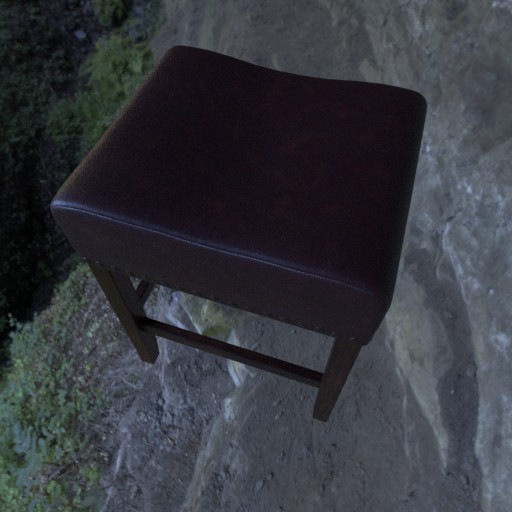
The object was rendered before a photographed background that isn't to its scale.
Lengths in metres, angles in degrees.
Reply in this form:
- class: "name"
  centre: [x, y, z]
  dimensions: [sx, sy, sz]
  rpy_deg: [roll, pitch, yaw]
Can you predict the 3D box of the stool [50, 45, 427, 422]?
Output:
- class: "stool"
  centre: [0.000, 0.000, 0.887]
  dimensions: [0.465, 0.608, 0.397]
  rpy_deg: [15, 57, 10]
